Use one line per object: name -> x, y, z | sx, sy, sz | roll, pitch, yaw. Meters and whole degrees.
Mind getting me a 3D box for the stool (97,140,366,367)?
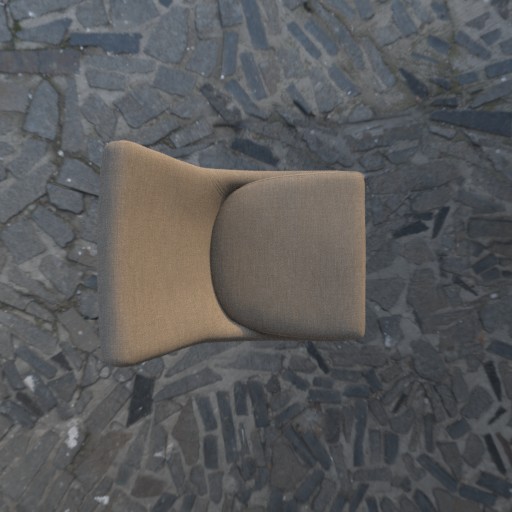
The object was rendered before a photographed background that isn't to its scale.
stool -> 0.000, 0.000, 1.278 | 0.577, 0.981, 0.470 | 0, 90, 1
